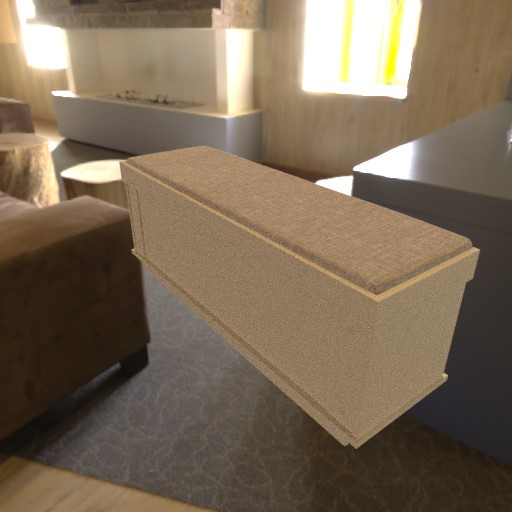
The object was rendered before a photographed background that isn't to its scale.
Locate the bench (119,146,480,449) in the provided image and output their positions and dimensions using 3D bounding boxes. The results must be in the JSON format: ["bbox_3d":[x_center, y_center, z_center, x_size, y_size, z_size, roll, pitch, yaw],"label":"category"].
[{"bbox_3d":[0.000,0.000,1.408,0.363,0.453,1.196,-19,33,-33],"label":"bench"}]
